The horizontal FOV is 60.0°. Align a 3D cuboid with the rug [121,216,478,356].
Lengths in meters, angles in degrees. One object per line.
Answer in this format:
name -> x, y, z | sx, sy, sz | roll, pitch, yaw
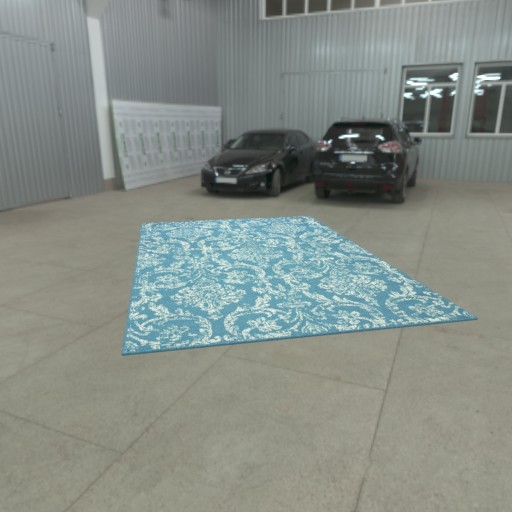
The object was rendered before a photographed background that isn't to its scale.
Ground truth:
rug -> 0.000, 0.000, 3.443 | 1.816, 0.018, 2.746 | -4, 17, -12
